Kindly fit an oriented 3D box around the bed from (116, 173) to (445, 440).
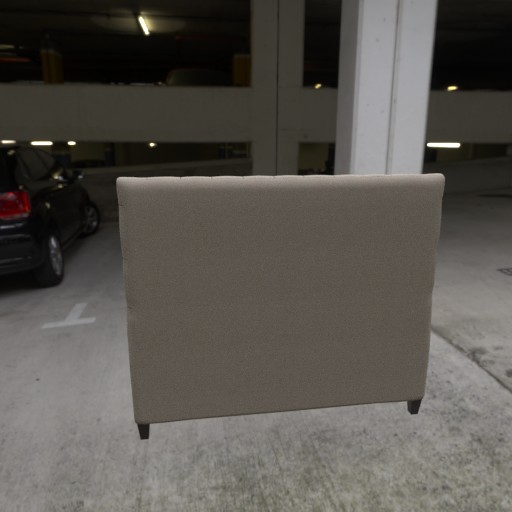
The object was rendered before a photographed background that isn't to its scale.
[{"bbox_3d":[0.000,0.000,3.492,1.698,1.427,2.387,-2,15,-8],"label":"bed"}]
